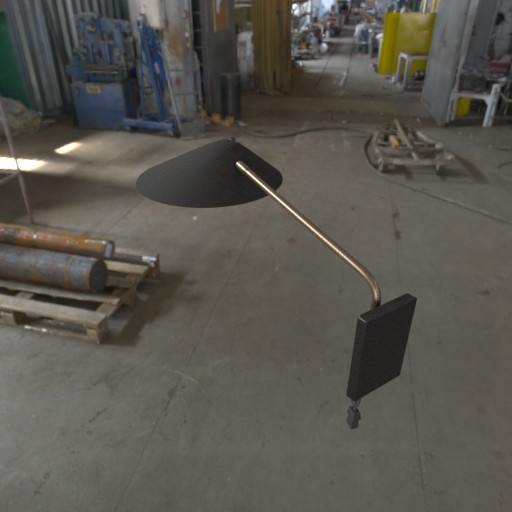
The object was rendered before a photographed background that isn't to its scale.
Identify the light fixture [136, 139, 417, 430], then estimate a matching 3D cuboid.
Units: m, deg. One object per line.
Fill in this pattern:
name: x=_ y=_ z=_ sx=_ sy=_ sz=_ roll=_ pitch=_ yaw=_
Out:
light fixture: x=0.000 y=0.000 z=0.674 sx=0.240 sy=0.312 sz=0.516 roll=-18 pitch=35 yaw=-28
